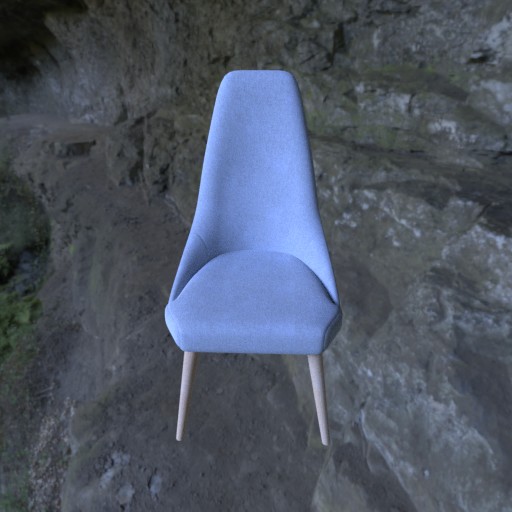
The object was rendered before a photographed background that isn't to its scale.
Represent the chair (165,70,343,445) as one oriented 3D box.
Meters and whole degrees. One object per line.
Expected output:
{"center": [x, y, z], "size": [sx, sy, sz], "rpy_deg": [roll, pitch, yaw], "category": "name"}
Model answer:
{"center": [0.000, 0.000, 1.420], "size": [0.510, 1.040, 0.660], "rpy_deg": [1, 29, 2], "category": "chair"}
